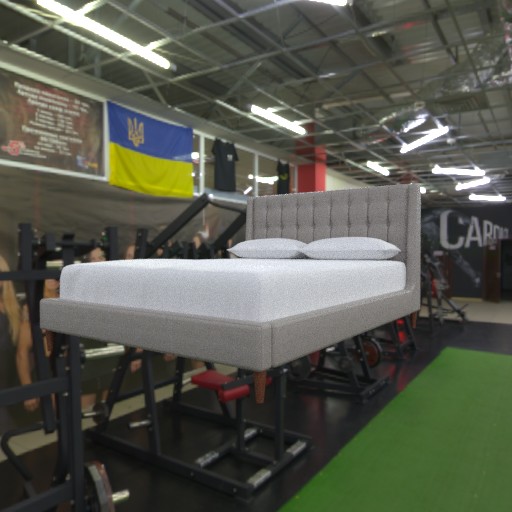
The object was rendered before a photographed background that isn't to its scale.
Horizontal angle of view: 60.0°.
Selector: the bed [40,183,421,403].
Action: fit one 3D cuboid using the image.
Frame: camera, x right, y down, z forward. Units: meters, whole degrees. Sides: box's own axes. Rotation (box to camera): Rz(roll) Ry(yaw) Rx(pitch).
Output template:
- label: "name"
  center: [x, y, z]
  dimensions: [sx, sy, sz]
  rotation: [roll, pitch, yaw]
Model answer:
- label: "bed"
  center: [0.000, 0.000, 3.114]
  dimensions: [1.656, 1.147, 2.232]
  rotation: [1, 1, 36]
